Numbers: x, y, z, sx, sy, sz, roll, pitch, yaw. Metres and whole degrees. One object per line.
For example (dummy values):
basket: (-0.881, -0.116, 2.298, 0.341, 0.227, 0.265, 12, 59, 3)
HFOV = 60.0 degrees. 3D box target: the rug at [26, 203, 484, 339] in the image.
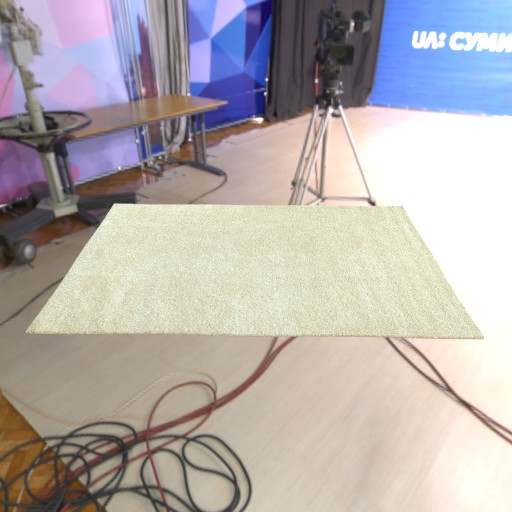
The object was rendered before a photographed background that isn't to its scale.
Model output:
rug: (0.000, 0.000, 3.378, 2.699, 0.025, 1.800, 1, 31, 1)
